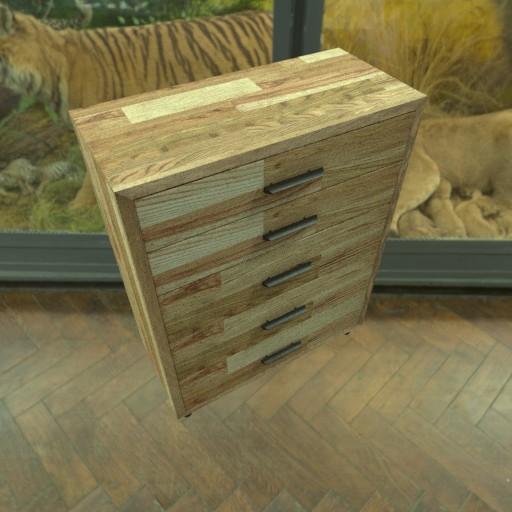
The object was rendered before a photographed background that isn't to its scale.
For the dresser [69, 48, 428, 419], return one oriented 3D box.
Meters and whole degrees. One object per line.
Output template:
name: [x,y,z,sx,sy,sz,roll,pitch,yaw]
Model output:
dresser: [0.000,0.000,1.733,0.966,1.243,0.480,-22,49,-20]
